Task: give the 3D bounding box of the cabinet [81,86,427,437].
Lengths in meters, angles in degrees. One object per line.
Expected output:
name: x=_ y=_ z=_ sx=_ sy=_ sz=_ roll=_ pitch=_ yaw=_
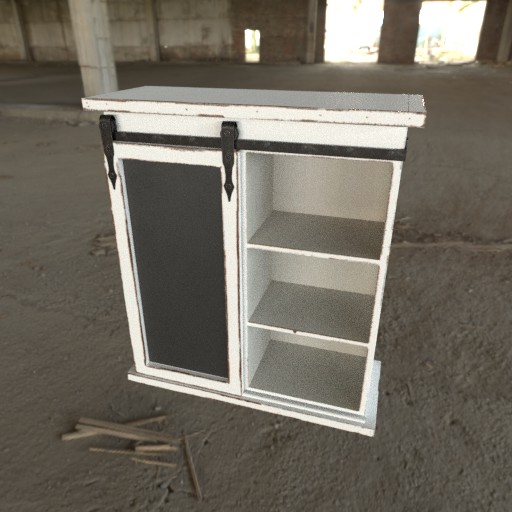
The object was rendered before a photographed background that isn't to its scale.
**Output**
cabinet: x=0.000 y=0.000 z=0.884 sx=0.541 sy=0.603 sz=0.210 roll=8 pitch=27 yaw=15
